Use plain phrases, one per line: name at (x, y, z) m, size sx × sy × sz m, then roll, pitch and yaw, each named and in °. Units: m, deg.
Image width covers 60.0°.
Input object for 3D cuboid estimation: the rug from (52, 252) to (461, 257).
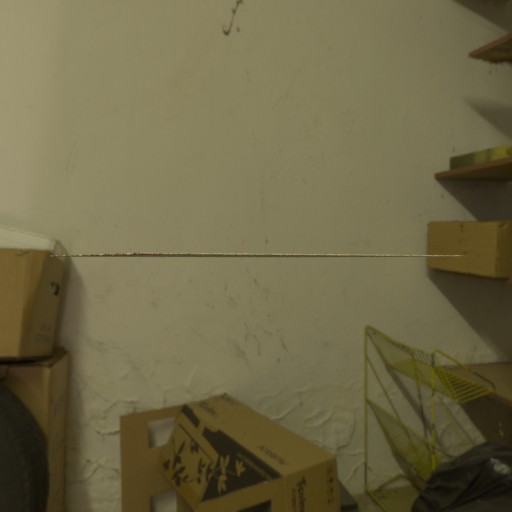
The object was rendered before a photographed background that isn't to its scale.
rug at (0.000, 0.000, 3.501) m, size 2.651 × 0.010 × 1.971 m, roll 0°, pitch 0°, yaw -36°
